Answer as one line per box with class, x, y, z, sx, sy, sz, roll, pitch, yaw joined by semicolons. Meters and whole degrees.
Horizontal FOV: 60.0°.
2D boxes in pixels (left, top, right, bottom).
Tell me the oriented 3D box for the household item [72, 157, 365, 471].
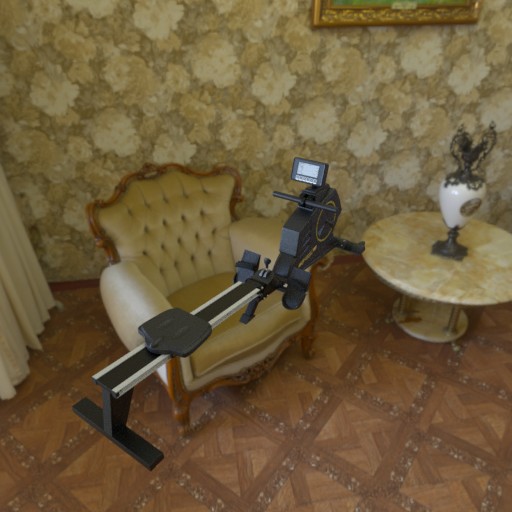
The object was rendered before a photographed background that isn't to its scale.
household item;0.000;0.000;2.544;0.521;0.810;2.251;20;36;29
